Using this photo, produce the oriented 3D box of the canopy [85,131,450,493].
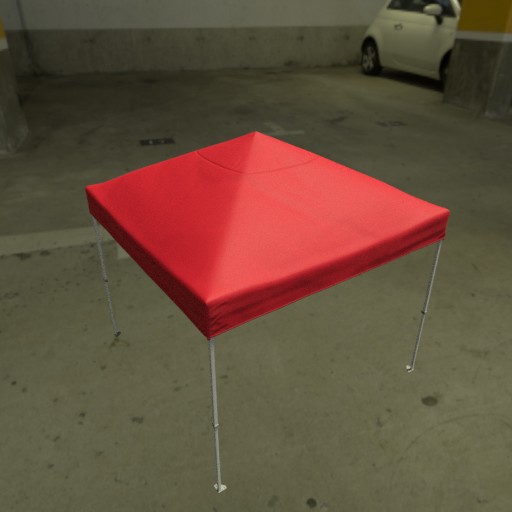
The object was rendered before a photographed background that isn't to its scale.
[{"bbox_3d":[0.000,0.000,5.393,2.996,2.997,2.998,-19,34,-30],"label":"canopy"}]
